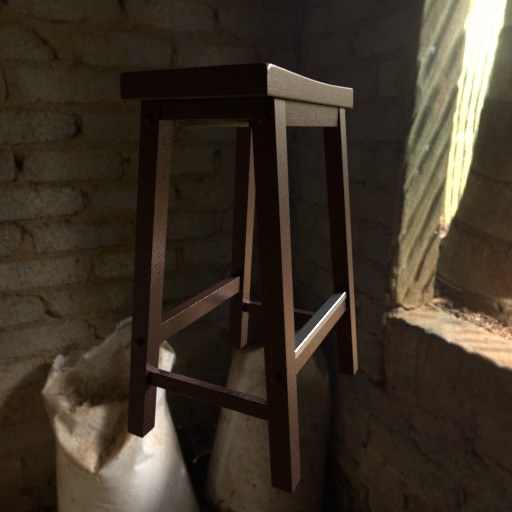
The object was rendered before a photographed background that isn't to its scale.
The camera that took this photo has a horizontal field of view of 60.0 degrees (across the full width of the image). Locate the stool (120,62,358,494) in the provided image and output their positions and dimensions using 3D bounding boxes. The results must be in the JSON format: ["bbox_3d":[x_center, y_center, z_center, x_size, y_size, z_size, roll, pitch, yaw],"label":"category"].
[{"bbox_3d":[0.000,0.000,0.829,0.322,0.610,0.406,8,18,25],"label":"stool"}]
